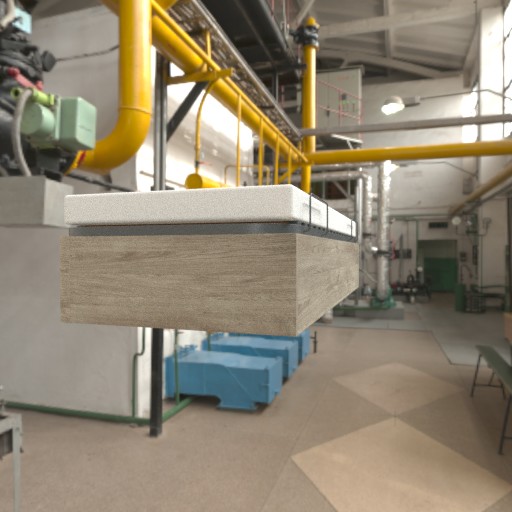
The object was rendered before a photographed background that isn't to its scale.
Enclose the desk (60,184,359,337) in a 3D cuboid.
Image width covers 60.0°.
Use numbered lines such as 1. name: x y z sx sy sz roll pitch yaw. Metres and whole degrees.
1. desk: 0.000 0.000 2.333 0.900 0.455 1.900 0 1 18
